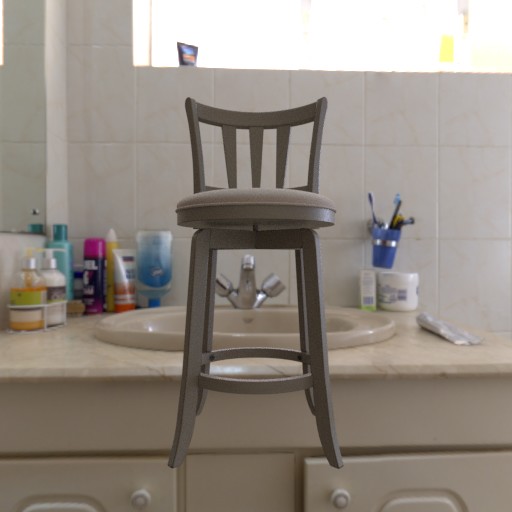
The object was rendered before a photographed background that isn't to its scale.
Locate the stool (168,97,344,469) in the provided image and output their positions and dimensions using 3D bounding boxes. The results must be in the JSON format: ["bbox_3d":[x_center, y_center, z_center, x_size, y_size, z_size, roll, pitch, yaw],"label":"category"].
[{"bbox_3d":[0.000,0.000,1.242,0.450,0.994,0.486,0,0,0],"label":"stool"}]
